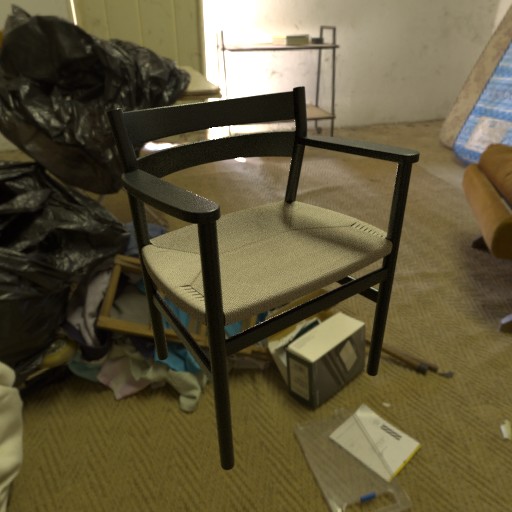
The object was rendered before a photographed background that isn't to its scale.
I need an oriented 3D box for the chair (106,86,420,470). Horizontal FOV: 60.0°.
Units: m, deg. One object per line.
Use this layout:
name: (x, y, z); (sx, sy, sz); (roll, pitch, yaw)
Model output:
chair: (0.000, 0.000, 1.183); (0.630, 0.775, 0.508); (-20, 35, -31)
